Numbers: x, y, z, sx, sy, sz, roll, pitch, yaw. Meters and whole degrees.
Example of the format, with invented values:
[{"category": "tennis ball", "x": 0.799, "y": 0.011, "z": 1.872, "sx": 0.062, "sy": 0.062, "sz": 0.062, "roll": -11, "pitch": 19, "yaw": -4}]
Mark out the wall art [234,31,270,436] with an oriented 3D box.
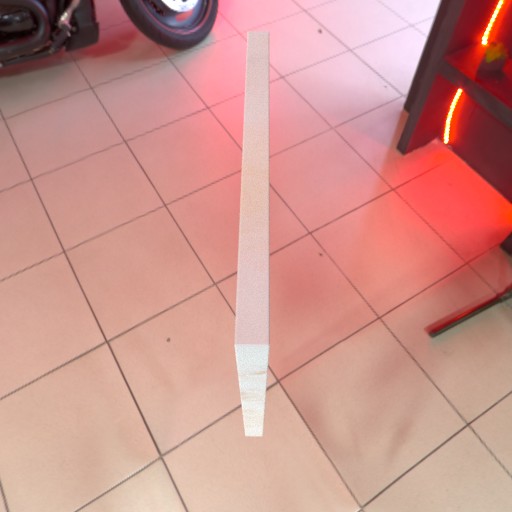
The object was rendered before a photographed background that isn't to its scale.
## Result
[{"category": "wall art", "x": 0.000, "y": 0.000, "z": 1.611, "sx": 0.071, "sy": 1.061, "sz": 1.061, "roll": 1, "pitch": 59, "yaw": 0}]
